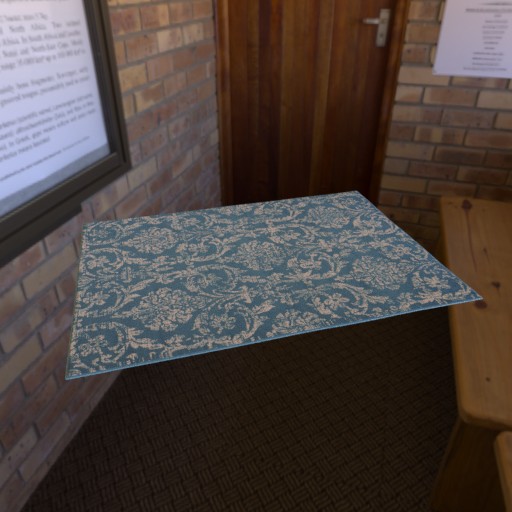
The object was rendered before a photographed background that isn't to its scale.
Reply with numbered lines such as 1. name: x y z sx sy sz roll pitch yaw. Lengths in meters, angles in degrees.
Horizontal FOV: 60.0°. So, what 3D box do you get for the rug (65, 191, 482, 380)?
1. rug: 0.000 0.000 2.865 2.205 0.012 1.554 -8 33 -13
